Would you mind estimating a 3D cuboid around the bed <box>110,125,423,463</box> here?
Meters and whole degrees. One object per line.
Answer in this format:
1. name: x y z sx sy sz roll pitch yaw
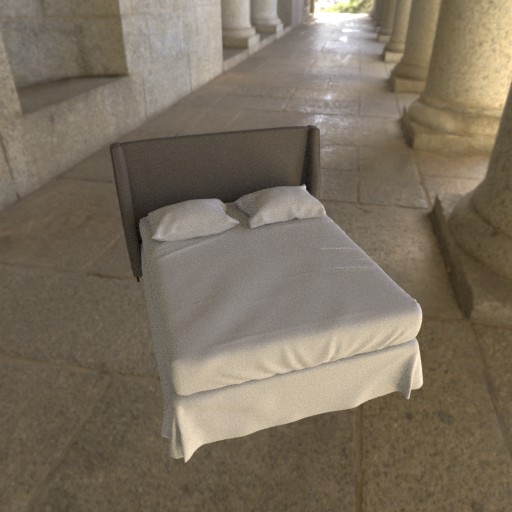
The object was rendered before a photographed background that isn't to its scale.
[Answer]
1. bed: 0.000 0.000 3.454 1.925 1.332 2.276 -10 33 -15
